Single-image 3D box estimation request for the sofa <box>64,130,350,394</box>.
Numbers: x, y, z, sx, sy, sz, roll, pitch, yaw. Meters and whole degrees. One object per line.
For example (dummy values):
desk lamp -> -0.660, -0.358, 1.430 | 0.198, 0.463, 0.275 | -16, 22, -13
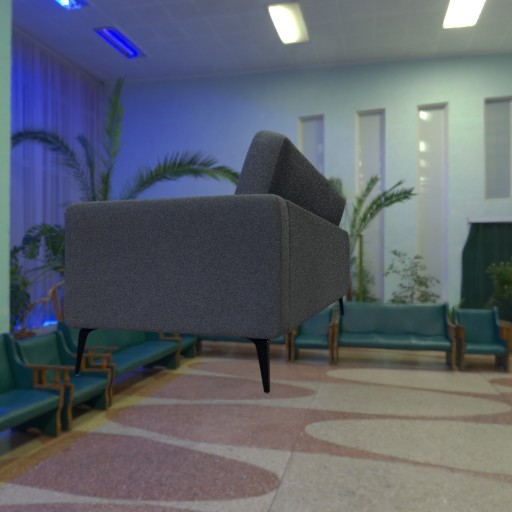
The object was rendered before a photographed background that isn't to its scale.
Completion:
sofa -> 0.000, 0.000, 2.304 | 0.774, 0.828, 1.925 | 0, 0, 18
